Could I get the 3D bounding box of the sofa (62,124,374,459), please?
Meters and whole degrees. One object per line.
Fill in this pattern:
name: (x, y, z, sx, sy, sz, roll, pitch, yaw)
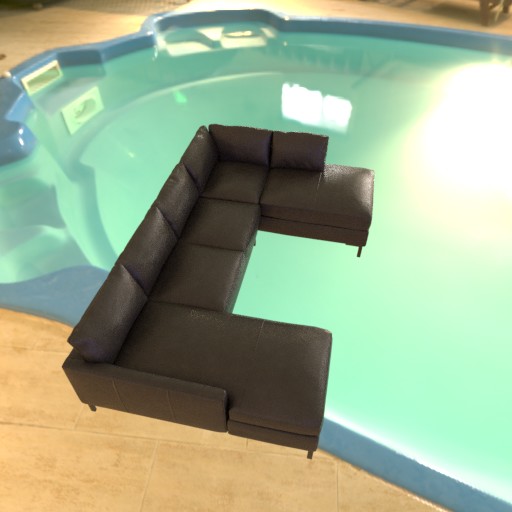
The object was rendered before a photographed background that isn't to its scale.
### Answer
sofa: (0.000, 0.000, 3.857, 1.939, 0.900, 2.956, 9, 45, 9)
